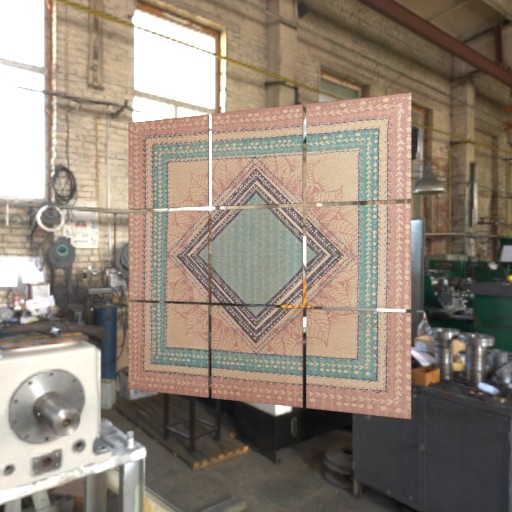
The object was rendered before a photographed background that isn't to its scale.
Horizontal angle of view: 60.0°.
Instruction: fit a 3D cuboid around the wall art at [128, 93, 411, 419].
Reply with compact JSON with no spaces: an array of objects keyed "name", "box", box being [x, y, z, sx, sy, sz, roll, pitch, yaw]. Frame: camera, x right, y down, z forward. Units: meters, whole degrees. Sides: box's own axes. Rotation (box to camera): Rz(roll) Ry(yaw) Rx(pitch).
[{"name":"wall art","box":[0.000,0.000,2.309,1.527,1.525,0.014,0,0,18]}]
